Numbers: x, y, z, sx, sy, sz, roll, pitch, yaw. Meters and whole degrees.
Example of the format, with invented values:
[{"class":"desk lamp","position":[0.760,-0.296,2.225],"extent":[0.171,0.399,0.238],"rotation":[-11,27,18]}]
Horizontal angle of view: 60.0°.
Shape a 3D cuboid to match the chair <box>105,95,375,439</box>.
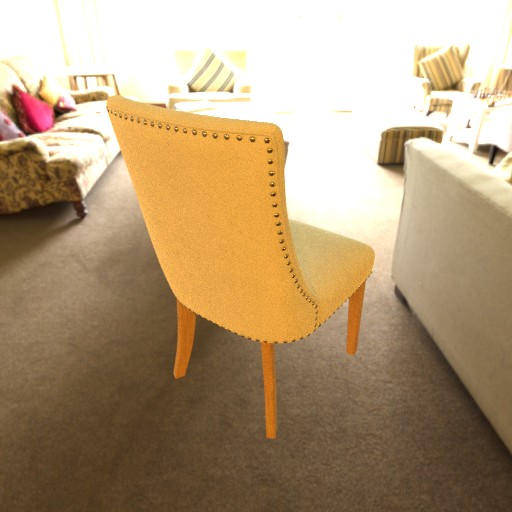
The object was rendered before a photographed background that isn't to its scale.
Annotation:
[{"class":"chair","position":[0.000,0.000,1.269],"extent":[0.495,0.902,0.610],"rotation":[21,36,32]}]
